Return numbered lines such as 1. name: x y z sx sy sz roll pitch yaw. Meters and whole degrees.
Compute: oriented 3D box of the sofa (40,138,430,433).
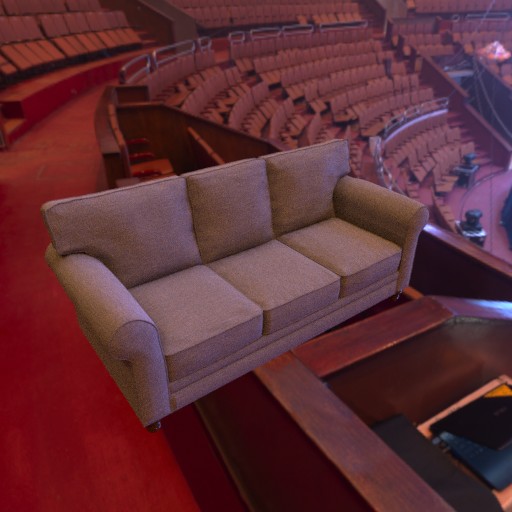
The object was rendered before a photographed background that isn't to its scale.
1. sofa: 0.000 0.000 2.586 2.084 0.961 0.916 -20 35 -32
